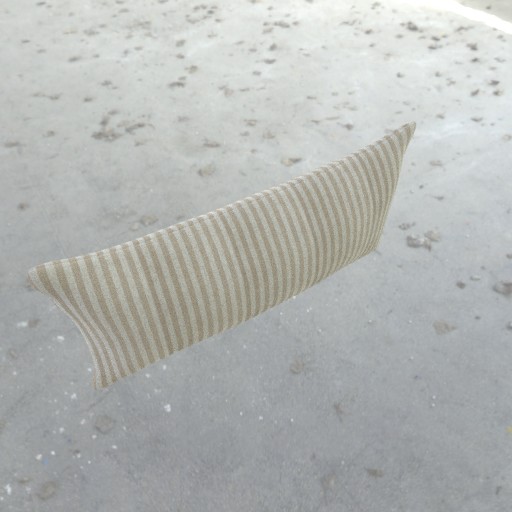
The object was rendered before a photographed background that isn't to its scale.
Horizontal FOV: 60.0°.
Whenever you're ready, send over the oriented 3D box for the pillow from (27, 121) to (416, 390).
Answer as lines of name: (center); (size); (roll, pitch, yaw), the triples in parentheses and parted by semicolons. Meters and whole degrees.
pillow: (0.000, 0.000, 0.720); (0.617, 0.295, 0.151); (-24, 52, -21)
